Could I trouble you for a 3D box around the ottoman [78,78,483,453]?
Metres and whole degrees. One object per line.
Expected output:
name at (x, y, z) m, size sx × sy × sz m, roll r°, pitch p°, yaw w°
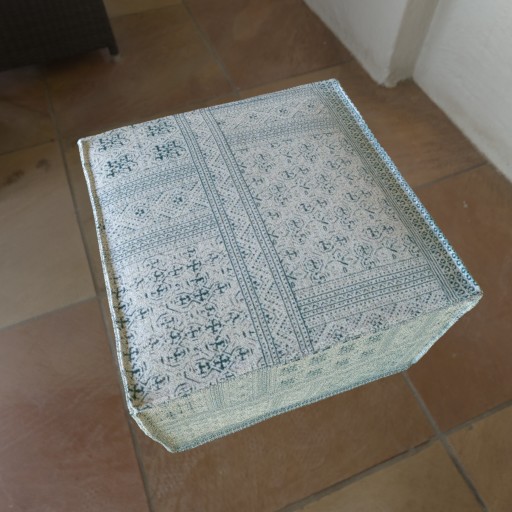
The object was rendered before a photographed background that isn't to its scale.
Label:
ottoman at (0.000, 0.000, 1.008) m, size 0.617 × 0.439 × 0.626 m, roll -16°, pitch 60°, yaw -10°
